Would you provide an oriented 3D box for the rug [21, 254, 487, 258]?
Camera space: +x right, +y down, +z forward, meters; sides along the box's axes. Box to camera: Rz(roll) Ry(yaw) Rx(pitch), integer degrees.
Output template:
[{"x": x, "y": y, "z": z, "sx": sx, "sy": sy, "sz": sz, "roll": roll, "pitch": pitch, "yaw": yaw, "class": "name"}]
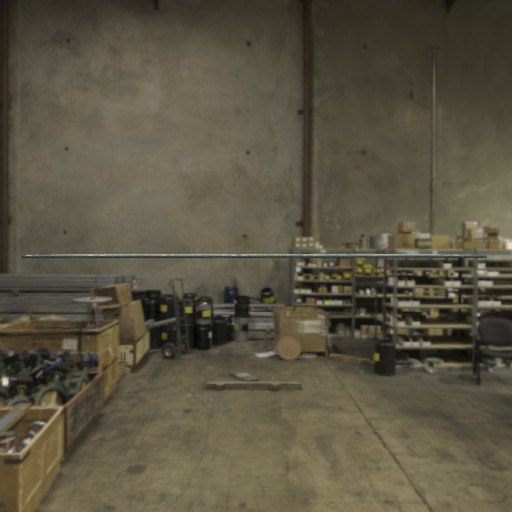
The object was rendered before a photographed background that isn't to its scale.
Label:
[{"x": 0.000, "y": 0.000, "z": 2.499, "sx": 2.276, "sy": 0.014, "sz": 0.678, "roll": 0, "pitch": 1, "yaw": -2, "class": "rug"}]
